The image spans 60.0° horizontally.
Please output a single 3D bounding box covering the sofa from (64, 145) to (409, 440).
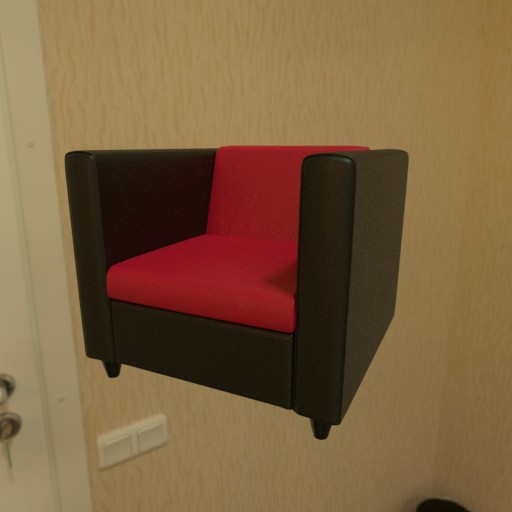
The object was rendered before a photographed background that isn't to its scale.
[{"bbox_3d":[0.000,0.000,1.500,0.839,0.724,0.809,7,16,25],"label":"sofa"}]
